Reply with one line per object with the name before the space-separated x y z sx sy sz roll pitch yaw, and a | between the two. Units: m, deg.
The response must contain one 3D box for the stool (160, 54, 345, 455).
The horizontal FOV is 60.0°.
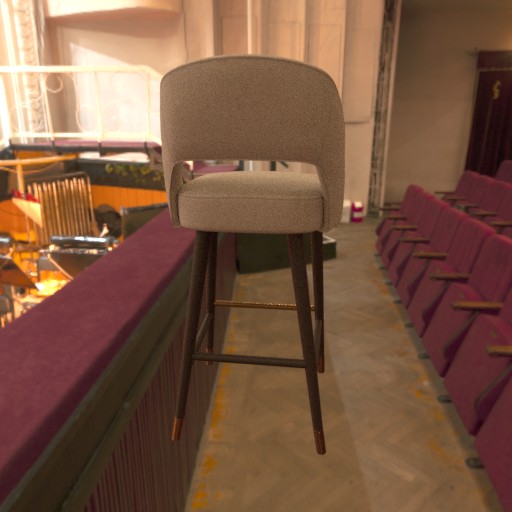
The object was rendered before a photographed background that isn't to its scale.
stool | 0.000 0.000 1.318 0.494 1.037 0.509 2 17 7
